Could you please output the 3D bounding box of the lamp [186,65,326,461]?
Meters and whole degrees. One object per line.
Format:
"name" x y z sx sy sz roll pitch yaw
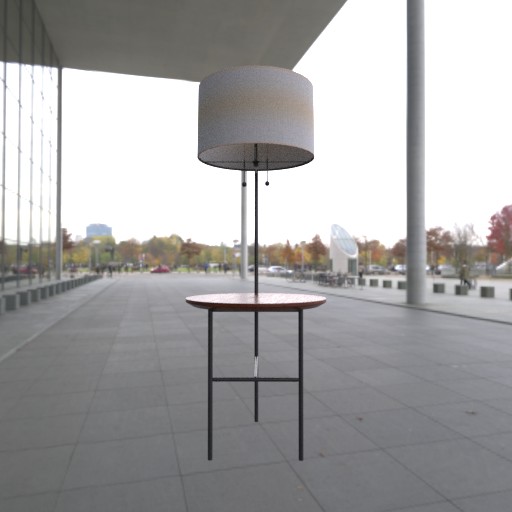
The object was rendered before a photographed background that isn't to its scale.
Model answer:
"lamp" 0.000 0.000 1.830 0.573 1.517 0.573 0 -1 0
